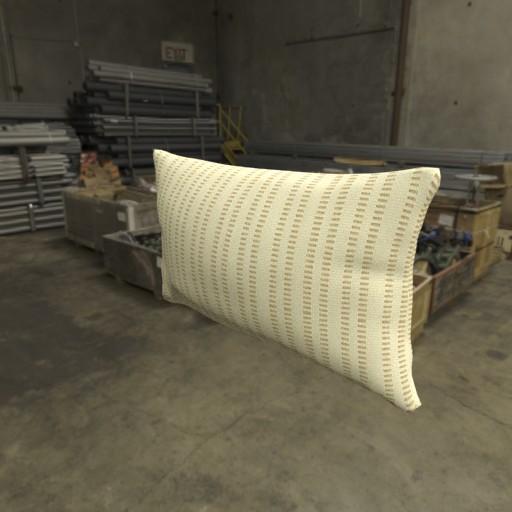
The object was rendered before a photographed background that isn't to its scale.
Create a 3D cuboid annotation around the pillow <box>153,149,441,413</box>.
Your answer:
[{"bbox_3d":[0.000,0.000,0.802,0.640,0.353,0.210,16,23,42],"label":"pillow"}]
